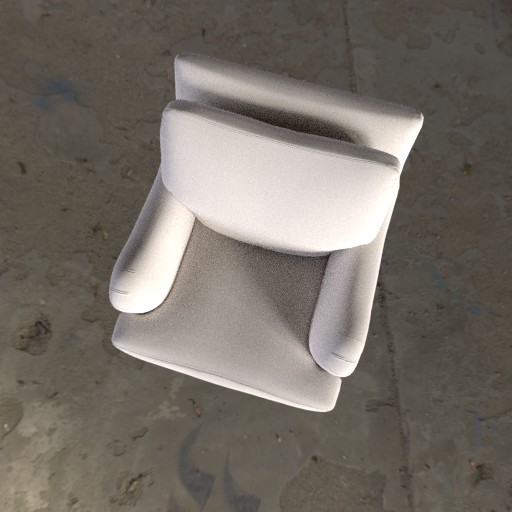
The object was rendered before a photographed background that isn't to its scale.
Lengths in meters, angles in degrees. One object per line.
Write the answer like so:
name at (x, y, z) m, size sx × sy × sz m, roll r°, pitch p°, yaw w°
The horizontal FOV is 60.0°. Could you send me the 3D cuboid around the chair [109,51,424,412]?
chair at (0.000, 0.000, 1.839) m, size 0.955 × 1.038 × 1.070 m, roll 16°, pitch 76°, yaw 4°
